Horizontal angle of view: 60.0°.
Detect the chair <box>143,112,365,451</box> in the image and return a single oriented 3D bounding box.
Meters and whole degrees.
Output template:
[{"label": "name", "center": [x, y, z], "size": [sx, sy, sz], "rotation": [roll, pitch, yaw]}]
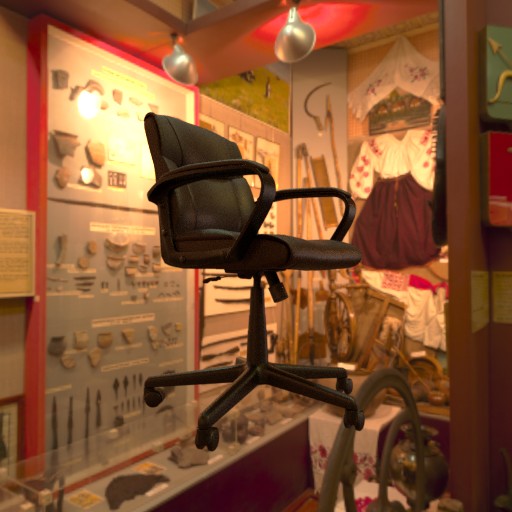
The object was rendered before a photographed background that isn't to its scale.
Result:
[{"label": "chair", "center": [0.000, 0.000, 1.463], "size": [0.717, 1.004, 0.739], "rotation": [-1, -2, 37]}]
